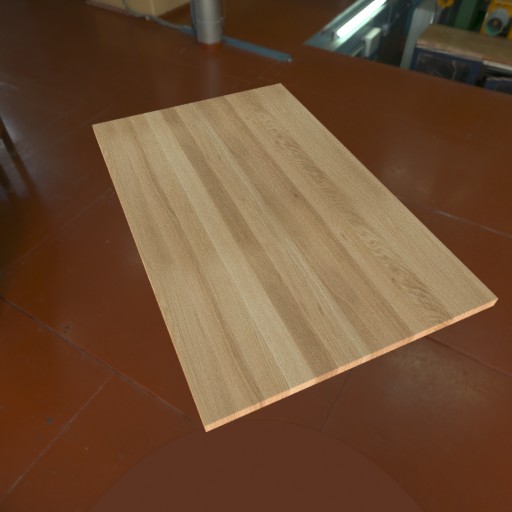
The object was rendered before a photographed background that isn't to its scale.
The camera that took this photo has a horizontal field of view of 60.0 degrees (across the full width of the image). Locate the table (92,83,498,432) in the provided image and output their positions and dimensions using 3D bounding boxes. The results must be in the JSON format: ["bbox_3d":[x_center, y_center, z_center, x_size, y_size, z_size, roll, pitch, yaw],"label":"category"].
[{"bbox_3d":[0.000,0.000,1.425,0.700,0.510,1.100,-19,51,-16],"label":"table"}]
